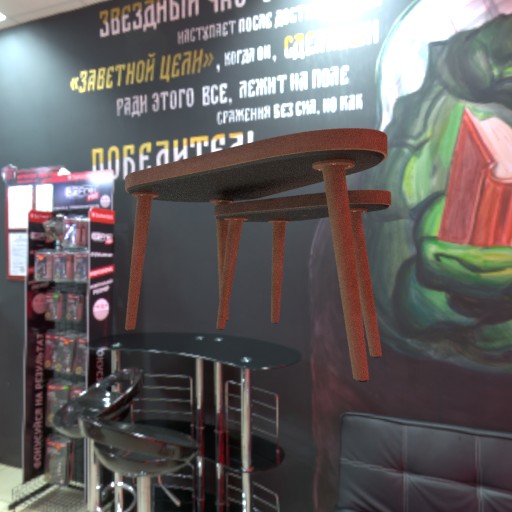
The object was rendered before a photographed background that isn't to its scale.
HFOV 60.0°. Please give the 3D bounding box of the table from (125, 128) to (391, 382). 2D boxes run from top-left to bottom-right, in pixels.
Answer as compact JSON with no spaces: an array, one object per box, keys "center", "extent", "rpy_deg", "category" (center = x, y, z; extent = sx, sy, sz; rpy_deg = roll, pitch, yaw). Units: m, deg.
[{"center":[0.000,0.000,1.561],"extent":[0.701,0.595,1.190],"rpy_deg":[0,1,-35],"category":"table"}]
